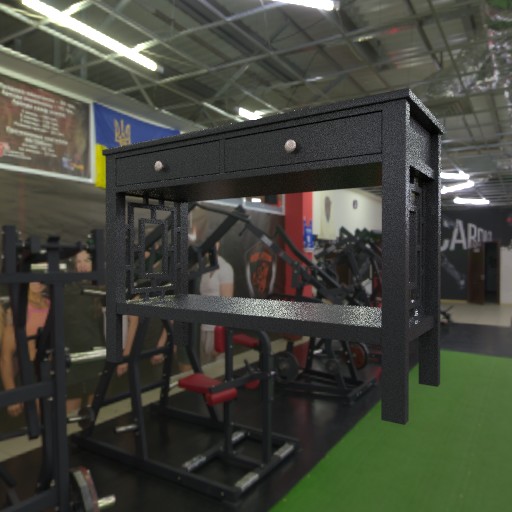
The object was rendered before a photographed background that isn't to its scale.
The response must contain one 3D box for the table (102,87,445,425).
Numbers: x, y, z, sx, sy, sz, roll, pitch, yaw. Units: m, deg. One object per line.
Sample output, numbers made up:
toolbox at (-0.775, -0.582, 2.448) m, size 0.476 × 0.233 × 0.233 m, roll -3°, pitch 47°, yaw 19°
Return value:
table at (0.000, 0.000, 1.436) m, size 1.068 × 0.753 × 0.397 m, roll 0°, pitch 1°, yaw 34°
